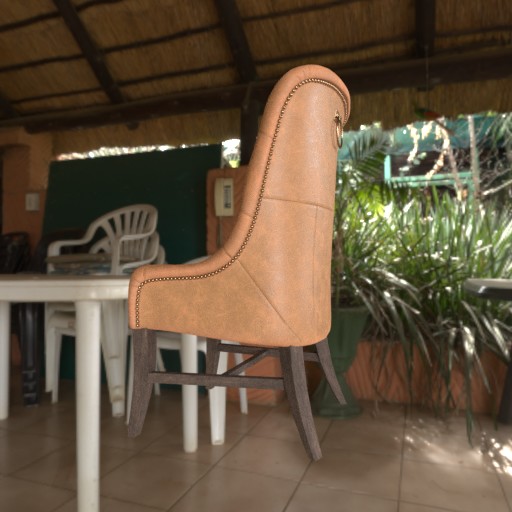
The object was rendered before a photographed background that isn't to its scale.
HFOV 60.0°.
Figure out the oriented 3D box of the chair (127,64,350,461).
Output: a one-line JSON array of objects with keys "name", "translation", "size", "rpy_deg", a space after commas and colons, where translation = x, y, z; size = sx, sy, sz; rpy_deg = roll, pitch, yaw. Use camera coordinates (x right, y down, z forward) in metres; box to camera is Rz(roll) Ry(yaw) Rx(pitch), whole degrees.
[{"name": "chair", "translation": [0.000, 0.000, 1.510], "size": [0.629, 1.091, 0.634], "rpy_deg": [0, -1, 19]}]
